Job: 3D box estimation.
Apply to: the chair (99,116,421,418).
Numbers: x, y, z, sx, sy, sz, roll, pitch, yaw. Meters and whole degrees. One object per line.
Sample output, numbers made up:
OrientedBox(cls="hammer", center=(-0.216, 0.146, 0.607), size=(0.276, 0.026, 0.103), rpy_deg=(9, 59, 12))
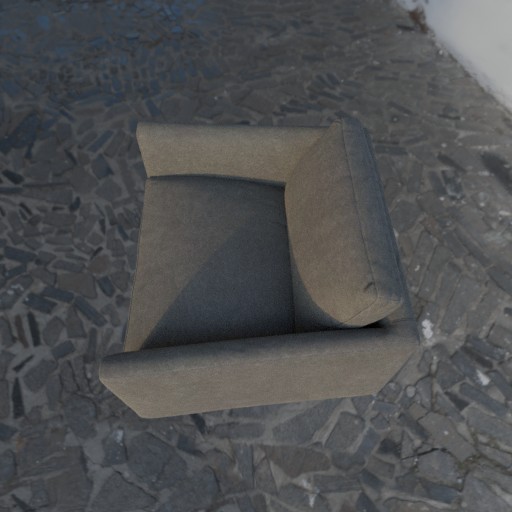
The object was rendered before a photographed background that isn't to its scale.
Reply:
OrientedBox(cls="chair", center=(0.000, 0.000, 1.922), size=(1.091, 0.845, 1.190), rpy_deg=(-2, 58, -1))
